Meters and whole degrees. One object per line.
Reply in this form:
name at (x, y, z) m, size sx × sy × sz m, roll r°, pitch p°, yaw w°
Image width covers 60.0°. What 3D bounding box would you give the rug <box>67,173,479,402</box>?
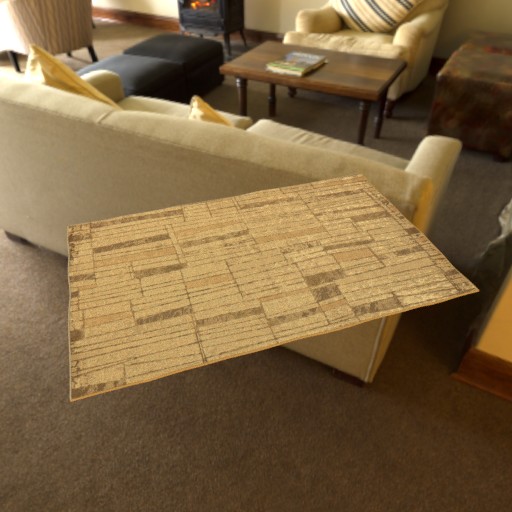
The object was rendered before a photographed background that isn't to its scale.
rug at (0.000, 0.000, 3.026) m, size 2.444 × 0.023 × 1.531 m, roll -12°, pitch 42°, yaw -14°
